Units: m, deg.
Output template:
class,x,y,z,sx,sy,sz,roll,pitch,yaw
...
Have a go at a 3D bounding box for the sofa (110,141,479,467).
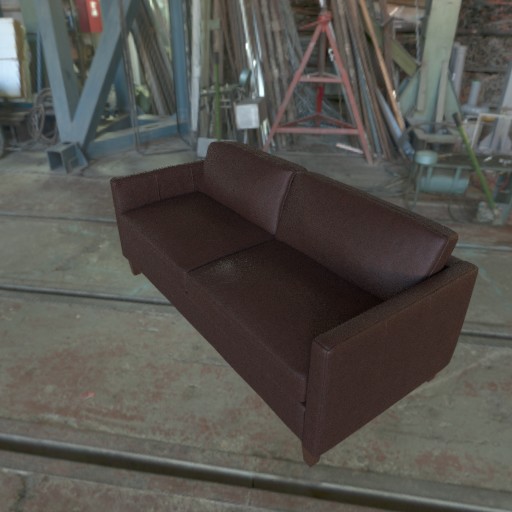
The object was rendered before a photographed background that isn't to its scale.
class,x,y,z,sx,sy,sz,roll,pitch,yaw
sofa,0.000,0.000,2.422,0.923,0.863,1.971,-20,36,-31
